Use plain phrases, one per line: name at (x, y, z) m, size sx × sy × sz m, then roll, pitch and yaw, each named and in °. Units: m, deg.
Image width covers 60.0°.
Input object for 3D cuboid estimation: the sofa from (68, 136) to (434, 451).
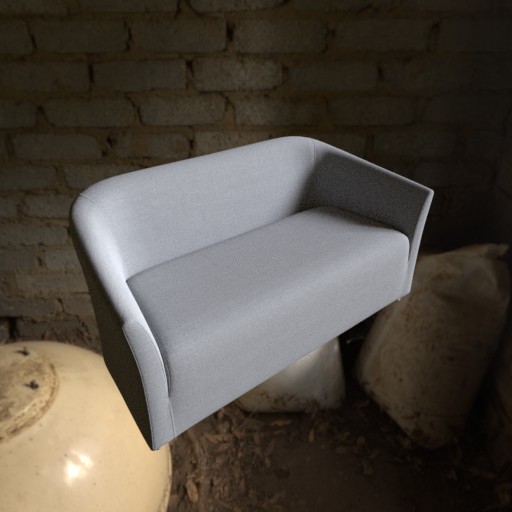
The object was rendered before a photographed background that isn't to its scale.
sofa at (0.000, 0.000, 1.872) m, size 1.452 × 0.721 × 0.705 m, roll -22°, pitch 37°, yaw -33°
